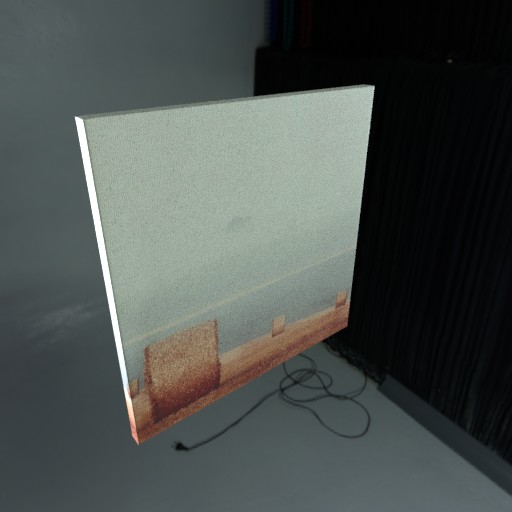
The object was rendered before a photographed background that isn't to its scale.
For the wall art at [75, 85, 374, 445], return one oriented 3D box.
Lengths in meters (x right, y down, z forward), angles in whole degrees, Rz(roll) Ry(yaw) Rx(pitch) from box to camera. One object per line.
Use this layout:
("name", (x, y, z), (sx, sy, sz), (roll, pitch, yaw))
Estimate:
("wall art", (0.000, 0.000, 1.120), (0.760, 0.760, 0.042), (-20, 33, -34))
